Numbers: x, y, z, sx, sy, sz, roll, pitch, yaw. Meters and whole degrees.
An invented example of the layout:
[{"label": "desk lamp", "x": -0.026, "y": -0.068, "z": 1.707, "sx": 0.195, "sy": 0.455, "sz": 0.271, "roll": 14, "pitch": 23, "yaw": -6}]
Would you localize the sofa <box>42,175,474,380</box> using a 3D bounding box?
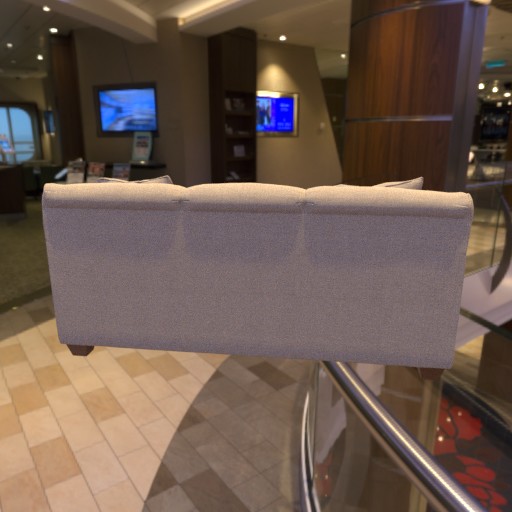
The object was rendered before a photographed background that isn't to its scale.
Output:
[{"label": "sofa", "x": 0.000, "y": 0.000, "z": 2.585, "sx": 2.024, "sy": 0.958, "sz": 0.997, "roll": 2, "pitch": 15, "yaw": 7}]
